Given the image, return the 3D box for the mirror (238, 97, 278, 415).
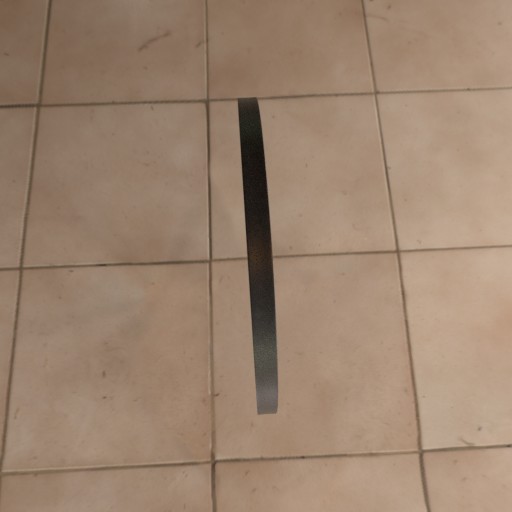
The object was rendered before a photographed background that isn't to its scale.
[{"bbox_3d":[0.000,0.000,0.838,0.032,0.565,0.565,-4,74,-1],"label":"mirror"}]
